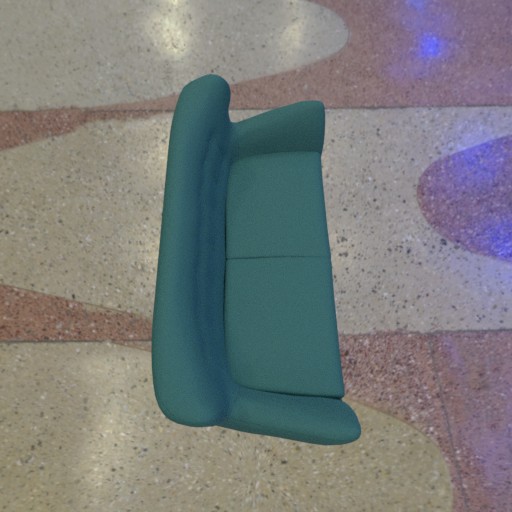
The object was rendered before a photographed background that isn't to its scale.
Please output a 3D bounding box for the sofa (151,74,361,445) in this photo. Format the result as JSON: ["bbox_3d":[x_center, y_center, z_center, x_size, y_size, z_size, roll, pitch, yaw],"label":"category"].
[{"bbox_3d":[0.000,0.000,2.421,0.889,0.890,1.930,-1,64,0],"label":"sofa"}]
